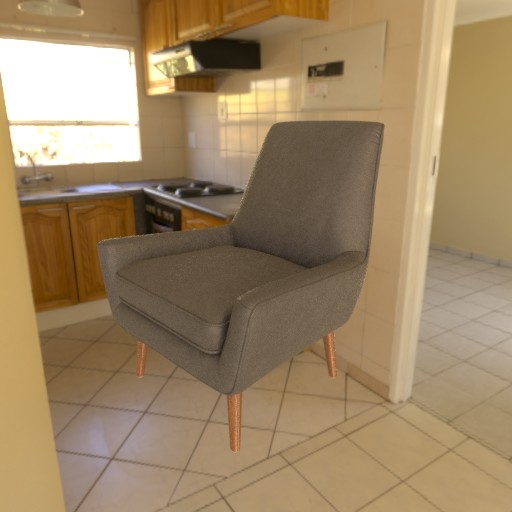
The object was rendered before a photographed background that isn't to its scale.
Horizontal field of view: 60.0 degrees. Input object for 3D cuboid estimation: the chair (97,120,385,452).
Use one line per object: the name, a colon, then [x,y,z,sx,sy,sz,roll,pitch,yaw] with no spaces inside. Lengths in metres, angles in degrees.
chair: [0.000,0.000,1.514,0.822,0.888,0.787,-15,22,-41]
